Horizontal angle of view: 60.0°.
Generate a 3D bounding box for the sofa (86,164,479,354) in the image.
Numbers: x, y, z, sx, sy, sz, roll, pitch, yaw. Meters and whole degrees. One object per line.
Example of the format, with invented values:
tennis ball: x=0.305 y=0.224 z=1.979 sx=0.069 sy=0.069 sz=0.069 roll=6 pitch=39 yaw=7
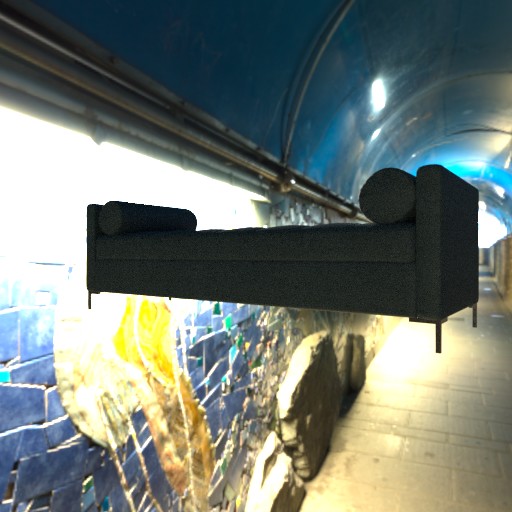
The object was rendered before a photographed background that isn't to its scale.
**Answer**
sofa: x=0.000 y=0.000 z=2.290 sx=1.981 sy=0.635 sz=0.686 roll=0 pitch=0 yaw=36
